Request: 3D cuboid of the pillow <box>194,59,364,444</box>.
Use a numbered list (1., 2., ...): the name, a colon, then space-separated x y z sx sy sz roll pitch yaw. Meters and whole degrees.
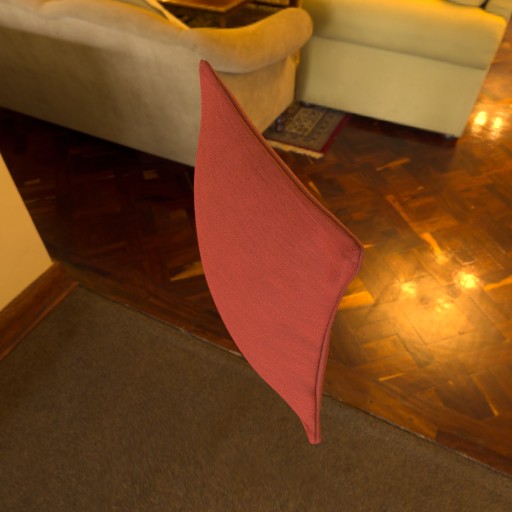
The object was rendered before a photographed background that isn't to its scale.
1. pillow: 0.000 0.000 0.654 0.151 0.416 0.435 -17 48 -16
